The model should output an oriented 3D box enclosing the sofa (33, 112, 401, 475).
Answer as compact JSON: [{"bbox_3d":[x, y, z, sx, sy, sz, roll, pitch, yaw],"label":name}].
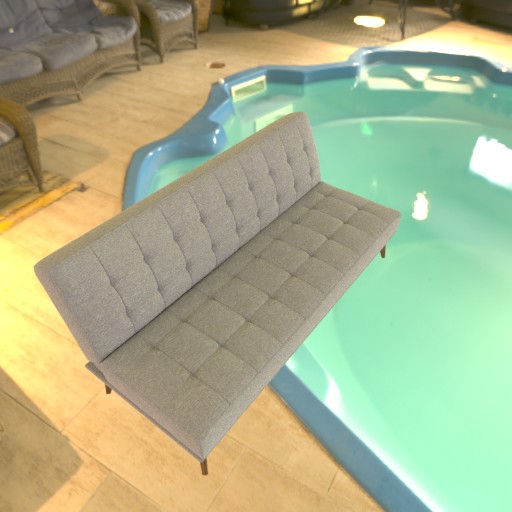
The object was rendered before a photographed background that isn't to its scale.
[{"bbox_3d":[0.000,0.000,2.289,0.860,0.810,1.800,27,48,27],"label":"sofa"}]
